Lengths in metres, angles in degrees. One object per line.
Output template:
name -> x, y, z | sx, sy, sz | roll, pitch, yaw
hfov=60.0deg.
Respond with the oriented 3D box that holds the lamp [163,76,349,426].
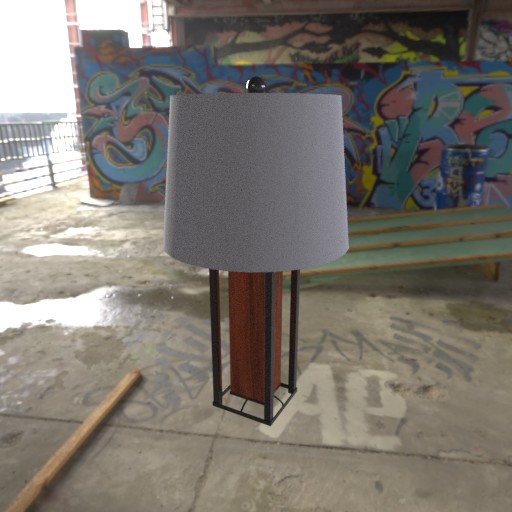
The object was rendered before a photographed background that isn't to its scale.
lamp -> 0.000, 0.000, 0.784 | 0.320, 0.591, 0.320 | 0, 18, 0
